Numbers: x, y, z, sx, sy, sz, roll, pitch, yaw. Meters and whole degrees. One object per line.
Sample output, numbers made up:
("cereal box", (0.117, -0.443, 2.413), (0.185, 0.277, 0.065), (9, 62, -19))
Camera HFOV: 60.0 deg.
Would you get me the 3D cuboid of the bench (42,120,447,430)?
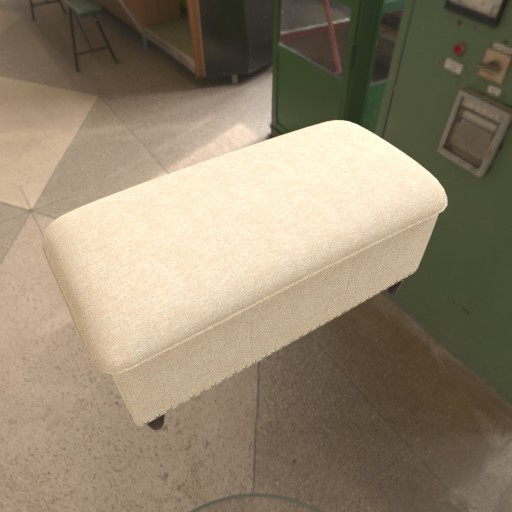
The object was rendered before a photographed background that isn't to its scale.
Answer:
("bench", (0.000, 0.000, 1.247), (0.991, 0.483, 0.483), (-25, 51, -22))
